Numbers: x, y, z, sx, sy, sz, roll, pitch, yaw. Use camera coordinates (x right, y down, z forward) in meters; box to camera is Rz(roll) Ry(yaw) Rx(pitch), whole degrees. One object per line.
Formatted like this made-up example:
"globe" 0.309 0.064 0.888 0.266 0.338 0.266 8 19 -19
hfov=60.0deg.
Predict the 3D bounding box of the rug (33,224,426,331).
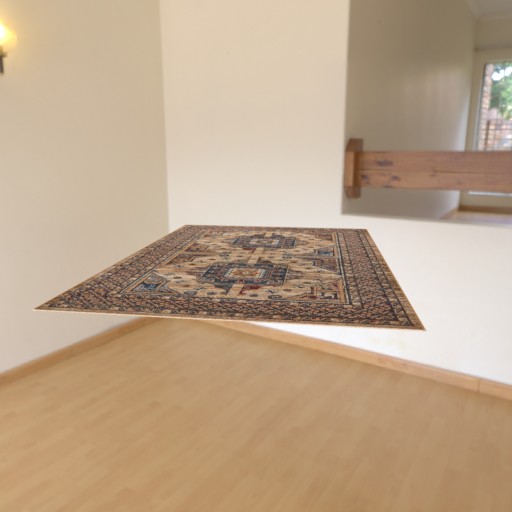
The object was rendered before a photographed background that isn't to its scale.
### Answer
"rug" 0.000 0.000 2.850 1.611 0.008 2.227 2 14 8
